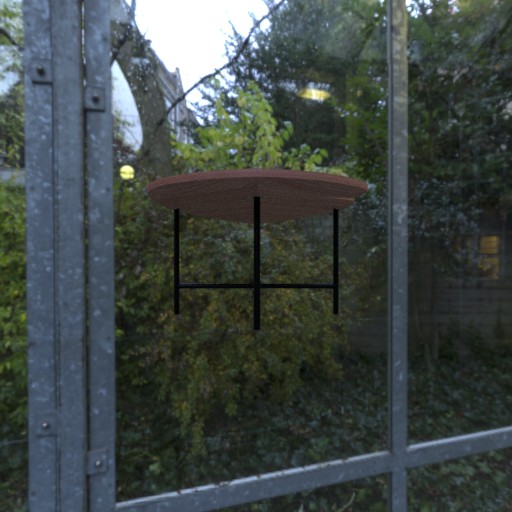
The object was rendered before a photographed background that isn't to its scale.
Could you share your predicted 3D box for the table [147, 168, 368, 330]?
[{"bbox_3d":[0.000,0.000,1.504,0.598,0.360,1.199,0,0,0],"label":"table"}]
